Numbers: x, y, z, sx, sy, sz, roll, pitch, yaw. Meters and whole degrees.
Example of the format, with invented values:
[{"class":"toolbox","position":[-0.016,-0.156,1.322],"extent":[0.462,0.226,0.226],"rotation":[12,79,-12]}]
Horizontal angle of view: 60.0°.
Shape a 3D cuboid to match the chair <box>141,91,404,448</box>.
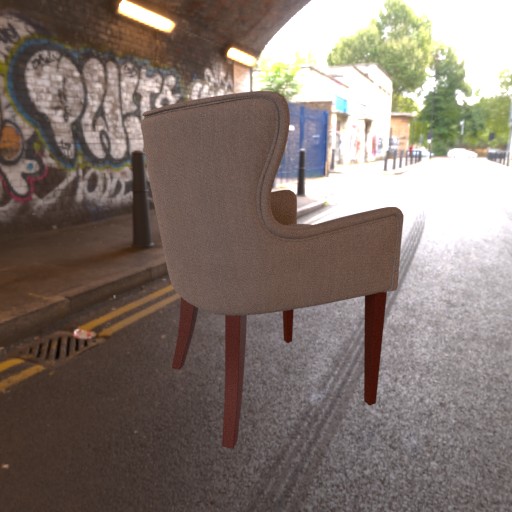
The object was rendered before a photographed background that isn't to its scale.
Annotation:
[{"class":"chair","position":[0.000,0.000,1.460],"extent":[0.677,0.948,0.732],"rotation":[-7,15,-26]}]
